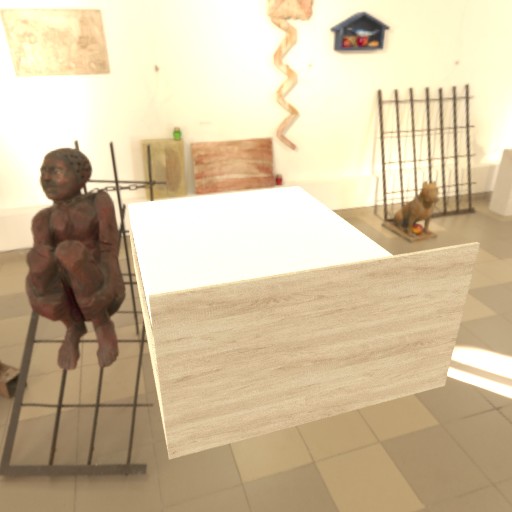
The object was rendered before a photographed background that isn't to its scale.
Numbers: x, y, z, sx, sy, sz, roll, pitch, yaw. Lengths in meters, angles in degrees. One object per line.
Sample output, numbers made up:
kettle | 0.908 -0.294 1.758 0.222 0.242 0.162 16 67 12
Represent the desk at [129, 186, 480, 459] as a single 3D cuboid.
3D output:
desk | 0.000 0.000 2.693 1.400 0.800 1.900 -8 28 -16
